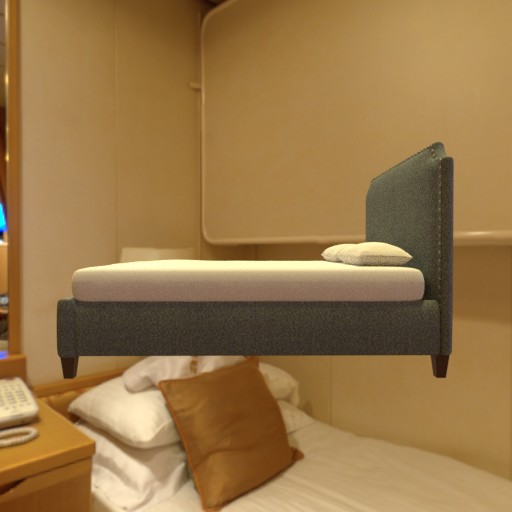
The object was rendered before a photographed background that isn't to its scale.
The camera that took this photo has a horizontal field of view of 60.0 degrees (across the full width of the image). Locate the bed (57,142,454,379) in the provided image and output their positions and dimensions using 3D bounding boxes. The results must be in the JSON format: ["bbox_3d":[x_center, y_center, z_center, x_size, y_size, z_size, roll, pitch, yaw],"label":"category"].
[{"bbox_3d":[0.000,0.000,3.448,2.372,1.443,1.712,0,1,-1],"label":"bed"}]
